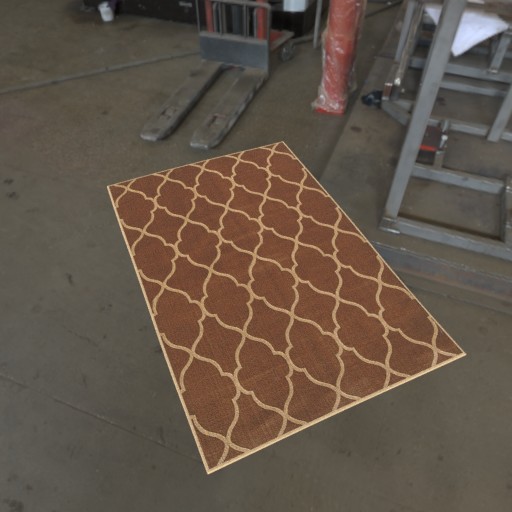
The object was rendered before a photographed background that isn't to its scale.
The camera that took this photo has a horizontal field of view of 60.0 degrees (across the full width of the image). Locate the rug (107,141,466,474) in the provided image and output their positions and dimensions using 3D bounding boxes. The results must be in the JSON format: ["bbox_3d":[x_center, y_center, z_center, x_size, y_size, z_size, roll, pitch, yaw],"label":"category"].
[{"bbox_3d":[0.000,0.000,2.939,1.526,0.014,2.290,-18,50,-16],"label":"rug"}]
